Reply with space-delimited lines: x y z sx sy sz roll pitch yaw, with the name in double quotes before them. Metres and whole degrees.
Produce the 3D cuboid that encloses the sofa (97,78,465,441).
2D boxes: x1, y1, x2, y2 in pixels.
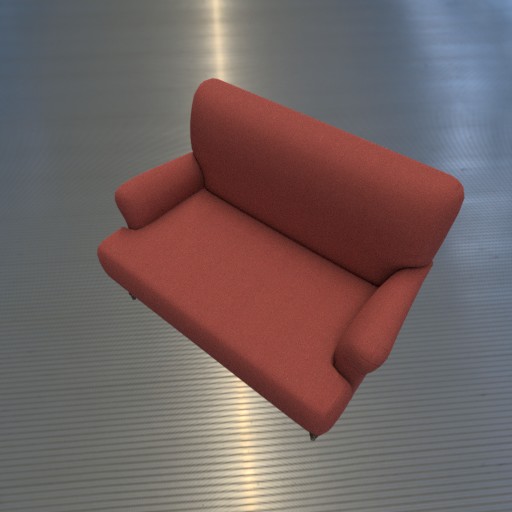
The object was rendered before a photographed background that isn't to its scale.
"sofa" 0.000 0.000 1.812 1.297 0.889 0.779 32 55 25
